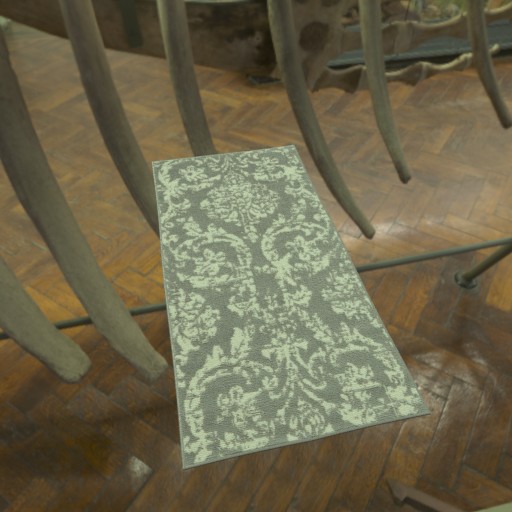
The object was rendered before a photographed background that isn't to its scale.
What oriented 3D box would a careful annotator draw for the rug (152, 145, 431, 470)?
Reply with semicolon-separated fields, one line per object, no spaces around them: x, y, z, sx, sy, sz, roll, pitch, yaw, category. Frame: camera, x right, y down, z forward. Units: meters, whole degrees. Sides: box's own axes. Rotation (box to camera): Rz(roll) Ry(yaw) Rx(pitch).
0.000;0.000;1.443;0.604;0.007;1.219;-9;47;-9;rug
